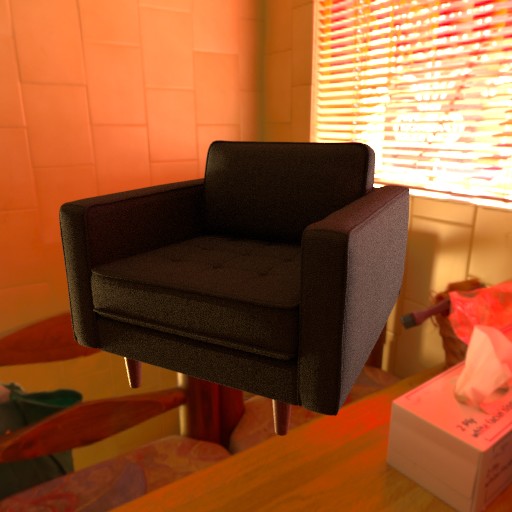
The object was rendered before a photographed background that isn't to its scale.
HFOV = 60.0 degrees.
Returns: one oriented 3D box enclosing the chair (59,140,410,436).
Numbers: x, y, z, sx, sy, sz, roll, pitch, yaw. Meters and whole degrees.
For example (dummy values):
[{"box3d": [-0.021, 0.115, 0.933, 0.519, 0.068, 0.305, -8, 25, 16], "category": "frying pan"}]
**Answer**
[{"box3d": [0.000, 0.000, 1.551, 0.899, 0.770, 0.919, 8, 18, 25], "category": "chair"}]
